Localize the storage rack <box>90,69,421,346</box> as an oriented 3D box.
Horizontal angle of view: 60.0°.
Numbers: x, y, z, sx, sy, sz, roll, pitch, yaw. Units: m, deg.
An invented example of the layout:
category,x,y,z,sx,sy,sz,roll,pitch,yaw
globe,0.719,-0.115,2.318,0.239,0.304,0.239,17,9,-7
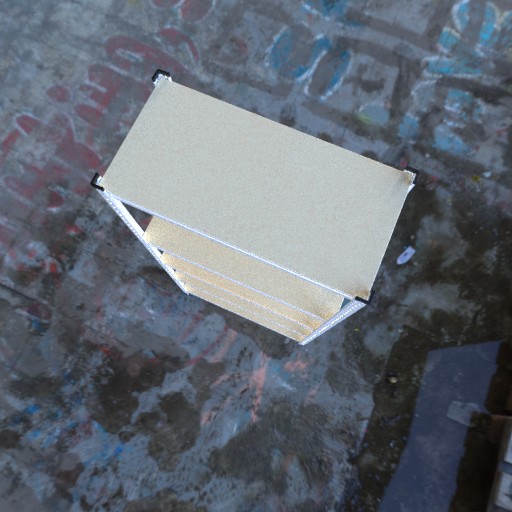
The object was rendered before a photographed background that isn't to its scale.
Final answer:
category,x,y,z,sx,sy,sz,roll,pitch,yaw
storage rack,0.000,0.000,2.239,0.914,1.829,0.457,23,76,6
